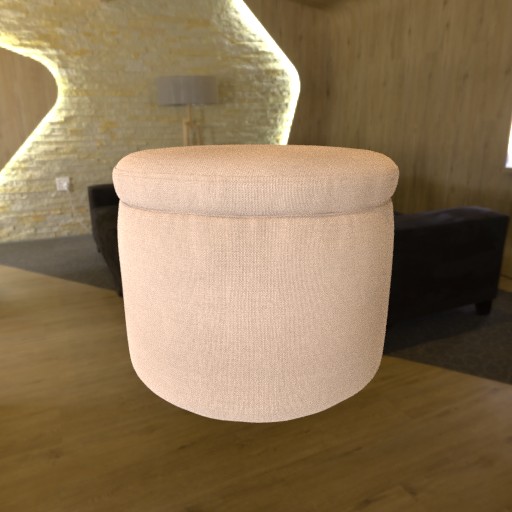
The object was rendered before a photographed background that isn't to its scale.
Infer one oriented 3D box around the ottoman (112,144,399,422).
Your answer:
[{"bbox_3d":[0.000,0.000,0.847,0.497,0.409,0.497,0,16,0],"label":"ottoman"}]
